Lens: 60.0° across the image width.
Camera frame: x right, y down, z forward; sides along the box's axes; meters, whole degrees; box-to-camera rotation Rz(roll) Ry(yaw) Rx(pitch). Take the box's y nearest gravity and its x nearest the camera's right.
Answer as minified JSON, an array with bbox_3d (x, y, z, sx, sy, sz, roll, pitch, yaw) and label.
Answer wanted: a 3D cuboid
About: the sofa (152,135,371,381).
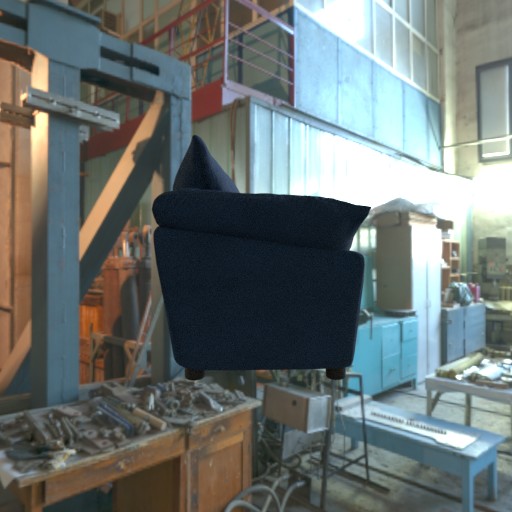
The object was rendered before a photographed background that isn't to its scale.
[{"bbox_3d":[0.000,0.000,2.903,0.907,1.091,2.390,0,-1,-1],"label":"sofa"}]
